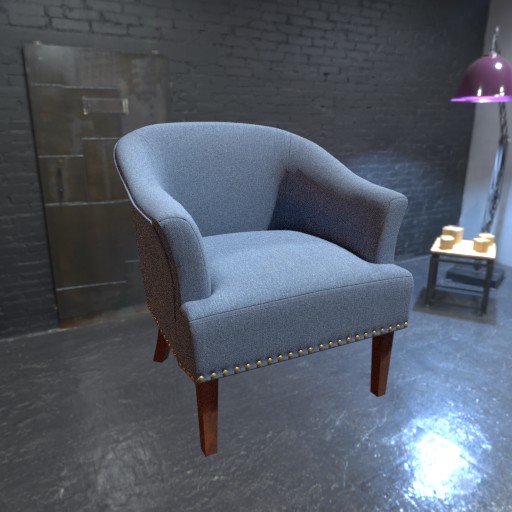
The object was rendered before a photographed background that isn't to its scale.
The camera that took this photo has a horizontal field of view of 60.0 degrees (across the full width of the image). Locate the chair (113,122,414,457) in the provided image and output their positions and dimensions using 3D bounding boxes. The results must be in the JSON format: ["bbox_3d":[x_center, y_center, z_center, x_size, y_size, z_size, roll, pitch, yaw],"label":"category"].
[{"bbox_3d":[0.000,0.000,1.401,0.772,0.815,0.704,-8,18,-26],"label":"chair"}]
